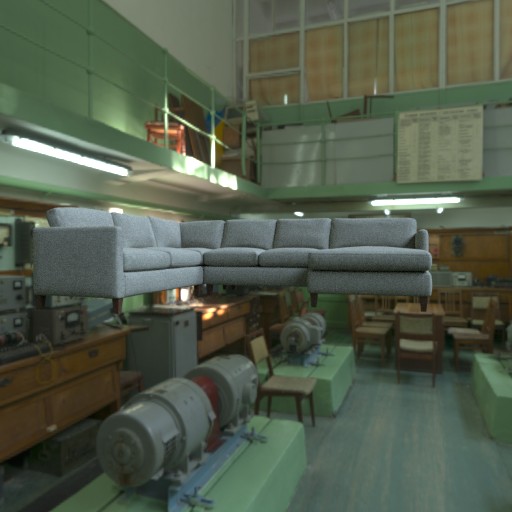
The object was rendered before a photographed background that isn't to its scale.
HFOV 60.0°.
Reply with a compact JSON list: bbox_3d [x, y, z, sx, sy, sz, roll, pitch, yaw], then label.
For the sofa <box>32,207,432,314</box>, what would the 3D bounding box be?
[{"bbox_3d":[0.000,0.000,4.664,3.460,0.959,2.593,0,1,18],"label":"sofa"}]
